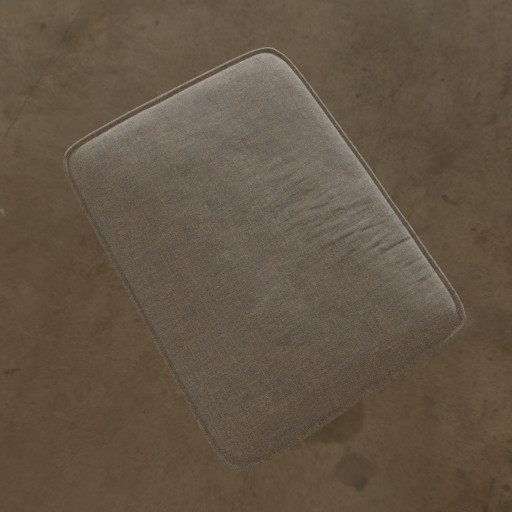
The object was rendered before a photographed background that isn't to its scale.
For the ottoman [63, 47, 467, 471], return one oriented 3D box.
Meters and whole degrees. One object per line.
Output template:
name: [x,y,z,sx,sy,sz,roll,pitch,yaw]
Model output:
ottoman: [0.000,0.000,1.074,0.559,0.457,0.762,-30,78,-7]
